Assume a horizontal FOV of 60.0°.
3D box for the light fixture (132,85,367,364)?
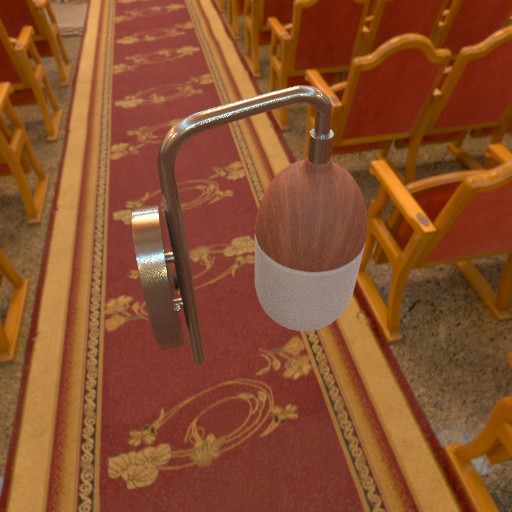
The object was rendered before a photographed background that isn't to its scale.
[{"bbox_3d":[0.000,0.000,0.442,0.216,0.343,0.108,-9,47,-8],"label":"light fixture"}]
